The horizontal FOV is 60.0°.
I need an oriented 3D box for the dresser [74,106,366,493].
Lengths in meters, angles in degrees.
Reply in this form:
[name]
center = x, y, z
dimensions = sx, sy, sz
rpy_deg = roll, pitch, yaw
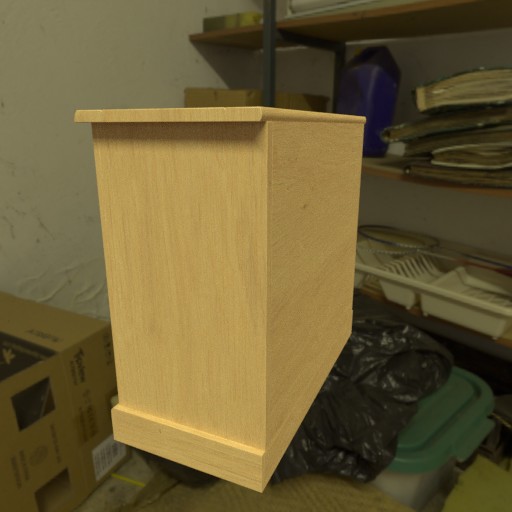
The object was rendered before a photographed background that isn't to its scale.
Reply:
[dresser]
center = 0.000, 0.000, 1.372
dimensions = 0.440, 0.835, 0.915
rpy_deg = 7, 18, 24
